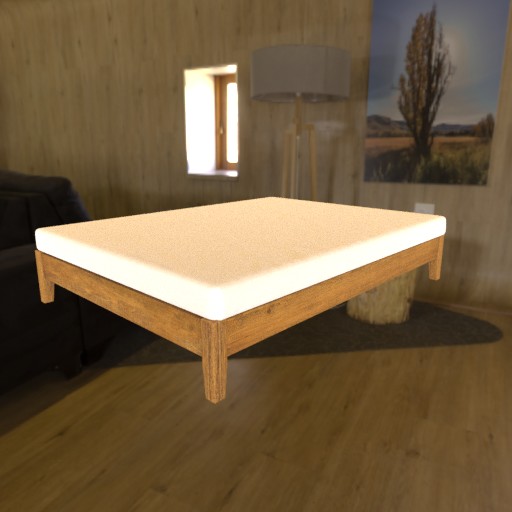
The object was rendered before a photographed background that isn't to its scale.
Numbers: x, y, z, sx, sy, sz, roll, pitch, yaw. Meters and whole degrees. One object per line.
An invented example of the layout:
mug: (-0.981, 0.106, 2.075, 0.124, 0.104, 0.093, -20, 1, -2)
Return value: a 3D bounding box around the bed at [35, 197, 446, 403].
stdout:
bed: (0.000, 0.000, 2.721, 1.536, 0.431, 2.016, 13, 20, 42)
